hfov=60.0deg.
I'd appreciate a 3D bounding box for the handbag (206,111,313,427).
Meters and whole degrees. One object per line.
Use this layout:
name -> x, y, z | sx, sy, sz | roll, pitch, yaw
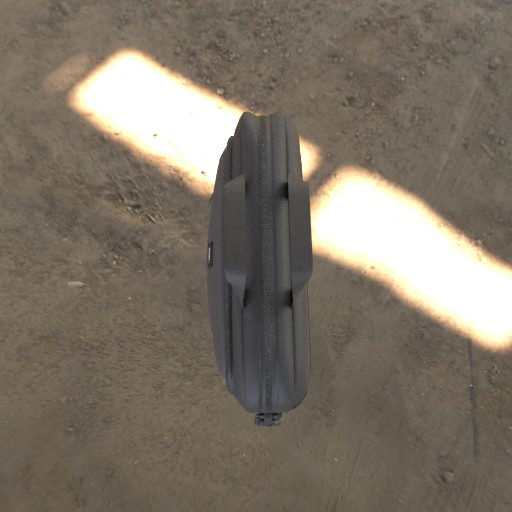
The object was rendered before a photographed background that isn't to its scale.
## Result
handbag -> 0.000, 0.000, 0.579 | 0.126, 0.330, 0.429 | -1, 75, 0
